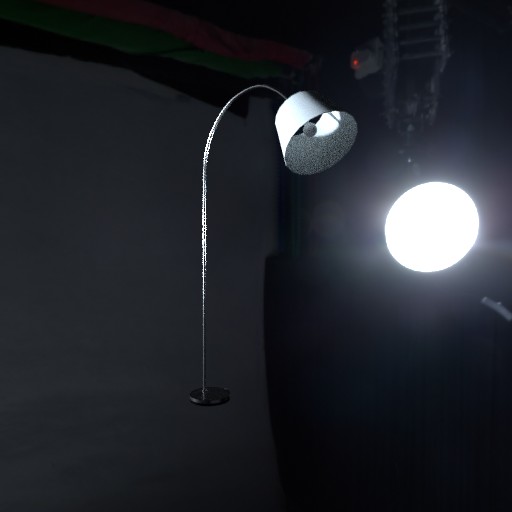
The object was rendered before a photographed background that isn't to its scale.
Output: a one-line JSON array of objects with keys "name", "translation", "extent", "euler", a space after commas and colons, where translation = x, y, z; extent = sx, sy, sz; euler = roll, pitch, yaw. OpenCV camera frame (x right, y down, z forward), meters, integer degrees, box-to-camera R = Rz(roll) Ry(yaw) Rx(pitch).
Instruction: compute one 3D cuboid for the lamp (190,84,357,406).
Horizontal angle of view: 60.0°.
[{"name": "lamp", "translation": [0.000, 0.000, 2.719], "extent": [0.406, 2.098, 1.445], "euler": [-1, 2, -36]}]
